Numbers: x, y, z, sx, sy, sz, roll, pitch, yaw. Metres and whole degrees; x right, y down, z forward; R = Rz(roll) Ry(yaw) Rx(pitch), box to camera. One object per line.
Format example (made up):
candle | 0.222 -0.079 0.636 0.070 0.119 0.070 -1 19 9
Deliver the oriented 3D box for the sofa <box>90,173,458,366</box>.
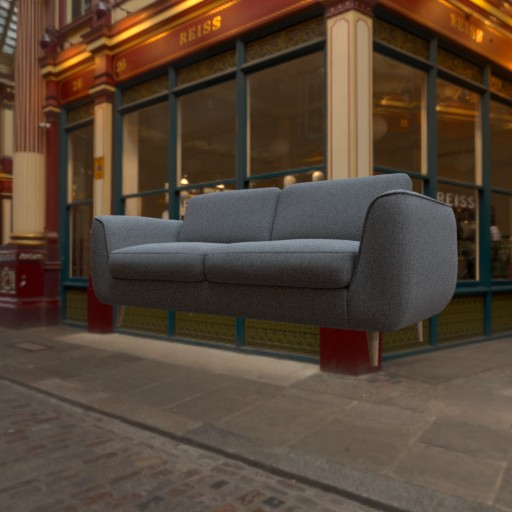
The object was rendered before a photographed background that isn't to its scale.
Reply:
sofa | 0.000 0.000 2.499 2.000 0.870 0.920 0 0 36
